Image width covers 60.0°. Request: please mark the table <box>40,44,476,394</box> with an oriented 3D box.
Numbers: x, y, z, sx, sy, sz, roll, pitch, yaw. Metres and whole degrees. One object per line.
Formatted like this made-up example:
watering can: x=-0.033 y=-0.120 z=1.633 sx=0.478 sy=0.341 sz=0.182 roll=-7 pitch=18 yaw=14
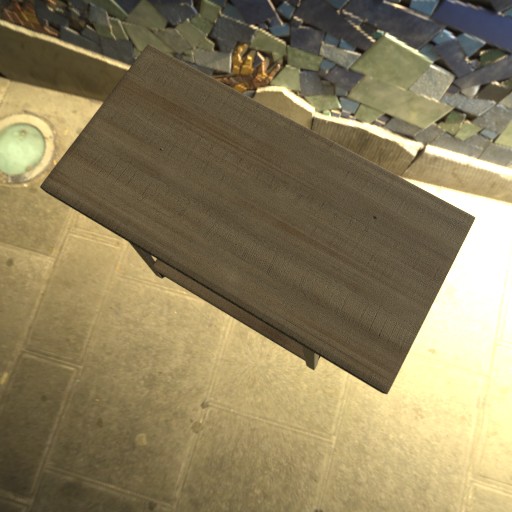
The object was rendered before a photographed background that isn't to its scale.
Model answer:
table: x=0.000 y=0.000 z=1.017 sx=0.599 sy=0.701 sz=0.300 roll=30 pitch=78 yaw=7
